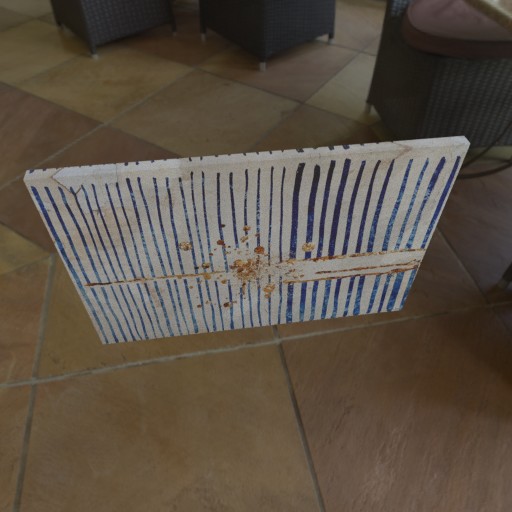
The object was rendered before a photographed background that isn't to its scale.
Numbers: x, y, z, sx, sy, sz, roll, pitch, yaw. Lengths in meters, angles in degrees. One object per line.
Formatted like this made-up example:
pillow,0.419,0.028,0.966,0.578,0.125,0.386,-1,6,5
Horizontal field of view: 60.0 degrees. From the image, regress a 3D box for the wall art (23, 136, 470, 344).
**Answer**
wall art,0.000,0.000,1.416,1.143,0.757,0.038,-6,48,-5
